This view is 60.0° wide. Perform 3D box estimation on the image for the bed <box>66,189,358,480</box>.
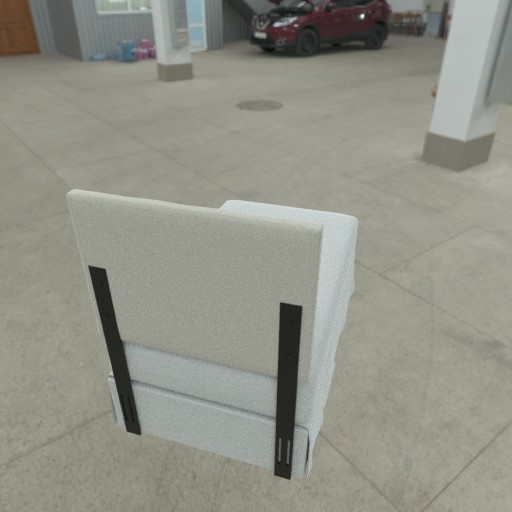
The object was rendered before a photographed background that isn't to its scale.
[{"bbox_3d":[0.000,0.000,2.985,1.261,1.571,1.997,9,32,15],"label":"bed"}]
